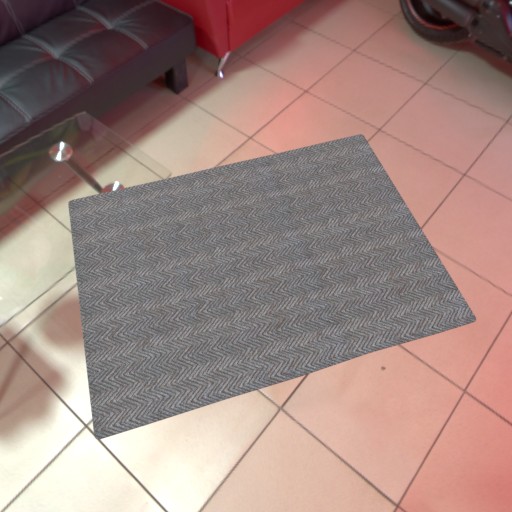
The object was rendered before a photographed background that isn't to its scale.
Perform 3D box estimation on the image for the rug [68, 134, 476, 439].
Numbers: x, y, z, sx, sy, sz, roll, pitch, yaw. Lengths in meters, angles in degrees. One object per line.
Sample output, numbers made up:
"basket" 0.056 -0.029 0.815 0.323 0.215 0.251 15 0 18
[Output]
"rug" 0.000 0.000 5.049 3.957 0.011 2.894 -15 60 -9
